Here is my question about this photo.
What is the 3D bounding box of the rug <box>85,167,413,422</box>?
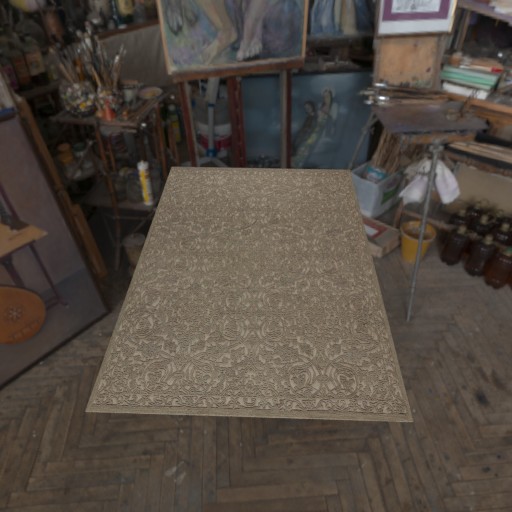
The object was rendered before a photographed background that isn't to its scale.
[{"bbox_3d":[0.000,0.000,2.339,1.221,0.006,1.827,1,41,1],"label":"rug"}]
